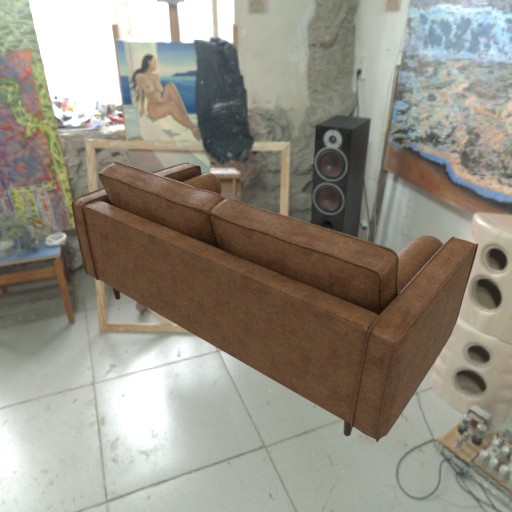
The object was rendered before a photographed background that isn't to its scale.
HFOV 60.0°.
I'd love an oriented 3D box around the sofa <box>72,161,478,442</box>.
[{"bbox_3d":[0.000,0.000,2.323,1.920,0.825,0.924,22,36,33],"label":"sofa"}]
